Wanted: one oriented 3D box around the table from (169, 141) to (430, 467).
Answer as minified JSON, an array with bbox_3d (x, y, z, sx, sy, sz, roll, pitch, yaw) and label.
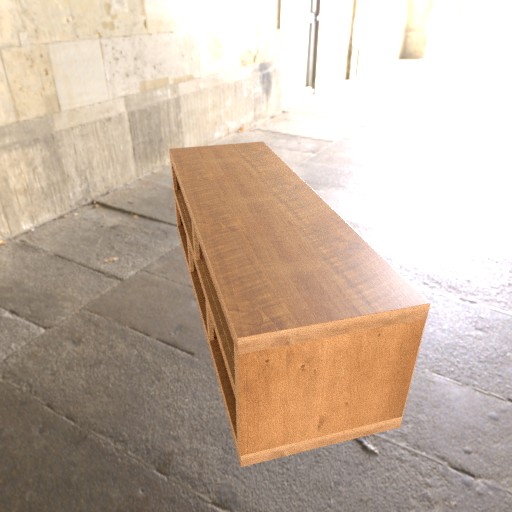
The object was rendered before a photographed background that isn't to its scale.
[{"bbox_3d":[0.000,0.000,1.799,0.499,0.491,1.499,-8,31,-13],"label":"table"}]
